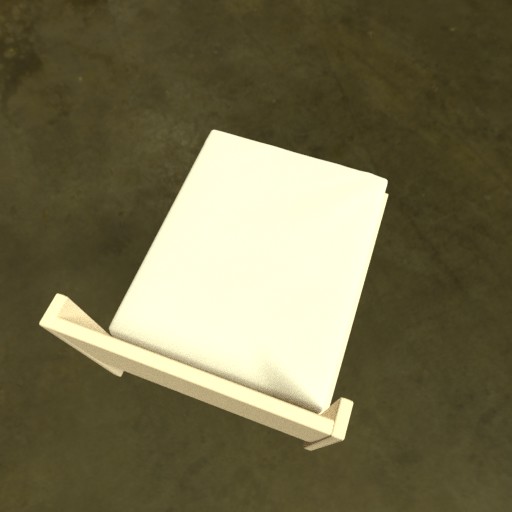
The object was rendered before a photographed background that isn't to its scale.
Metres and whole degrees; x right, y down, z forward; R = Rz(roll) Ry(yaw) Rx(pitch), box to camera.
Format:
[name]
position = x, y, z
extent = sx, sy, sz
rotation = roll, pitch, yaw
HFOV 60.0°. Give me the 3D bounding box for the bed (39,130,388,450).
[bed]
position = 0.000, 0.000, 3.460
extent = 1.765, 1.471, 2.280
rotation = 18, 66, 8
